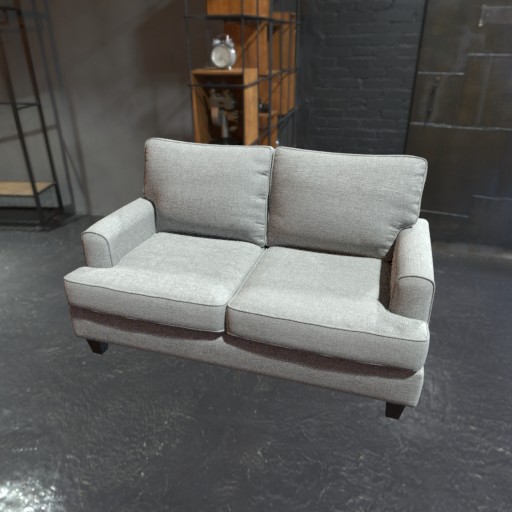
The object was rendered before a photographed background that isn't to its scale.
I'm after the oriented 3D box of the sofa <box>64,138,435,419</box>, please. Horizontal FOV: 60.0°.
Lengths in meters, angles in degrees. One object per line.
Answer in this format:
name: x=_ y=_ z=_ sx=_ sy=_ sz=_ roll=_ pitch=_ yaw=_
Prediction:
sofa: x=0.000 y=0.000 z=2.221 sx=1.651 sy=0.965 sz=0.965 roll=8 pitch=27 yaw=15
